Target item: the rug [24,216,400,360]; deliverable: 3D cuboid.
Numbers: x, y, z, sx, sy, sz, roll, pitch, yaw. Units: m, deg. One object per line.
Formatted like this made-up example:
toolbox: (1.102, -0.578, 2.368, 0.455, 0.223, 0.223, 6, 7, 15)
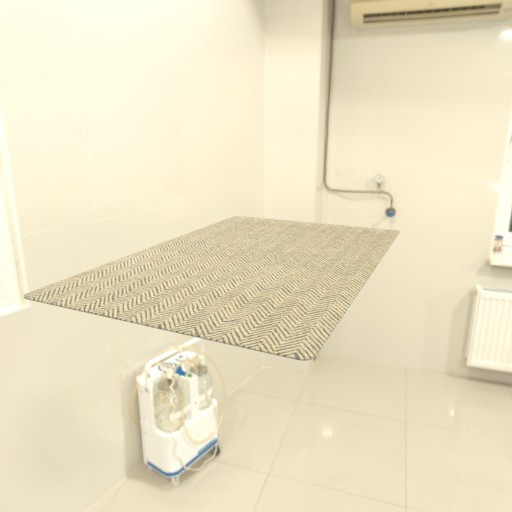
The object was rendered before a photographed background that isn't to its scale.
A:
rug: (0.000, 0.000, 2.191, 1.144, 0.008, 1.752, 7, 18, 24)
